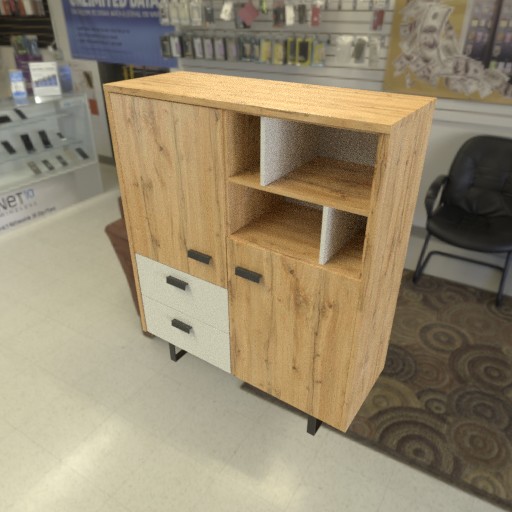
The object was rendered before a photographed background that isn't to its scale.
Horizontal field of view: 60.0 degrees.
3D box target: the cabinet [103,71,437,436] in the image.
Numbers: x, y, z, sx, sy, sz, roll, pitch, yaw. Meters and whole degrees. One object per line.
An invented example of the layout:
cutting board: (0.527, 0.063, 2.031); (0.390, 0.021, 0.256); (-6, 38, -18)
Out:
cabinet: (0.000, 0.000, 1.972); (1.168, 1.397, 0.473); (19, 35, 29)
